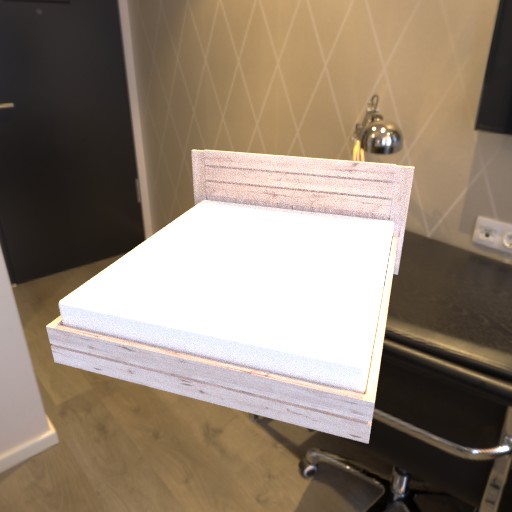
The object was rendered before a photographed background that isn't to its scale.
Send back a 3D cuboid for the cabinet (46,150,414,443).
[{"bbox_3d":[0.000,0.000,3.128,1.950,0.970,2.080,8,27,17],"label":"cabinet"}]
